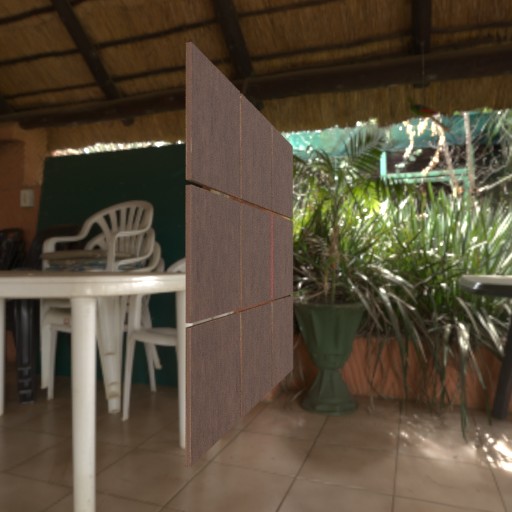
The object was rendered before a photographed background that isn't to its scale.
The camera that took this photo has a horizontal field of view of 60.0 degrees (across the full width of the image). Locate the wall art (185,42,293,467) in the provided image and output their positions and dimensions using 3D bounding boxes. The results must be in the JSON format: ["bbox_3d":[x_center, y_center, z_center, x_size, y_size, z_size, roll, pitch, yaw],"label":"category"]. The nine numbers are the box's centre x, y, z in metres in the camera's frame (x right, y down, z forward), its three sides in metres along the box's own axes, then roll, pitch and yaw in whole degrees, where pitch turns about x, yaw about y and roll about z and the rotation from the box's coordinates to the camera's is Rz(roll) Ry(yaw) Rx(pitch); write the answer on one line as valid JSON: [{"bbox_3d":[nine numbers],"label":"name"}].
[{"bbox_3d":[0.000,0.000,1.386,0.013,0.914,0.915,0,-1,19],"label":"wall art"}]
